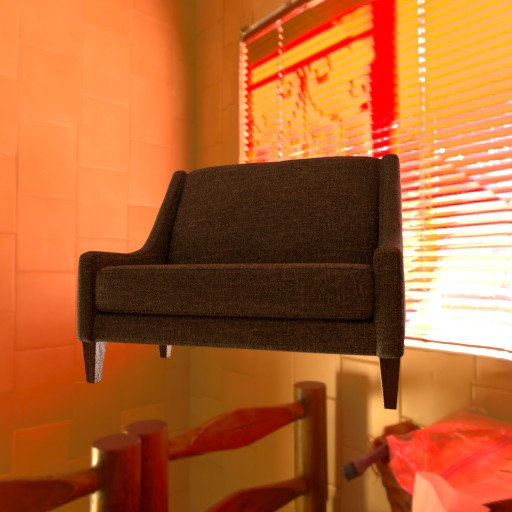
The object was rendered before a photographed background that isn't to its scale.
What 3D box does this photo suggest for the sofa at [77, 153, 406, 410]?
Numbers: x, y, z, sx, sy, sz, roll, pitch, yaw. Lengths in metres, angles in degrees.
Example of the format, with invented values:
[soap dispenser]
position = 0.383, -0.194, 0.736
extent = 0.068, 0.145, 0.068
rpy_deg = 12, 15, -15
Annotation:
[sofa]
position = 0.000, 0.000, 1.955
extent = 1.242, 1.021, 0.870
rpy_deg = -1, -3, 18
